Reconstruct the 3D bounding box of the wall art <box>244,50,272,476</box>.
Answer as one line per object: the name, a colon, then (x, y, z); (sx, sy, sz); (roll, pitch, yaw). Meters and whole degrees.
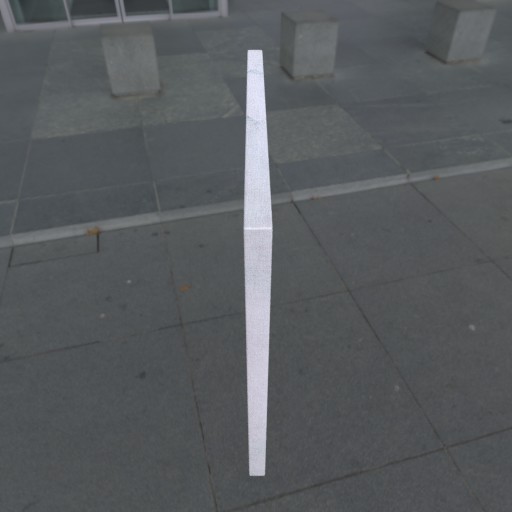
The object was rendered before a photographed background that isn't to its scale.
wall art: (0.000, 0.000, 1.119); (0.038, 0.762, 0.762); (0, 41, 0)
